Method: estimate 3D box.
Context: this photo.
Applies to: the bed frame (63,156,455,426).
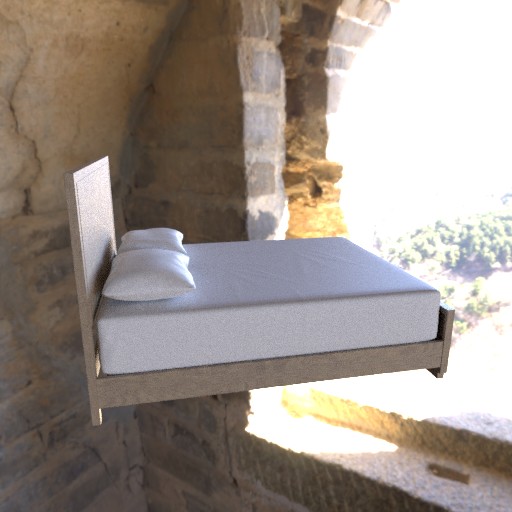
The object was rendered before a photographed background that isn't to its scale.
[{"bbox_3d":[0.000,0.000,3.231,2.189,1.369,1.606,-3,16,-12],"label":"bed frame"}]
